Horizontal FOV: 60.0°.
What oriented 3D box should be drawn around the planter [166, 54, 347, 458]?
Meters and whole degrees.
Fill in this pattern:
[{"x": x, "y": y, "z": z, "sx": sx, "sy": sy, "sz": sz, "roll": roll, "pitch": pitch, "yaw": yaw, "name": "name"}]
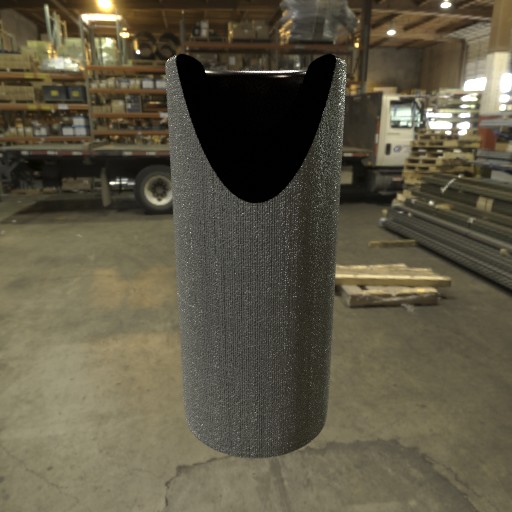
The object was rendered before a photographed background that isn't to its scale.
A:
[{"x": 0.000, "y": 0.000, "z": 0.127, "sx": 0.045, "sy": 0.103, "sz": 0.045, "roll": -3, "pitch": 17, "yaw": -8, "name": "planter"}]
